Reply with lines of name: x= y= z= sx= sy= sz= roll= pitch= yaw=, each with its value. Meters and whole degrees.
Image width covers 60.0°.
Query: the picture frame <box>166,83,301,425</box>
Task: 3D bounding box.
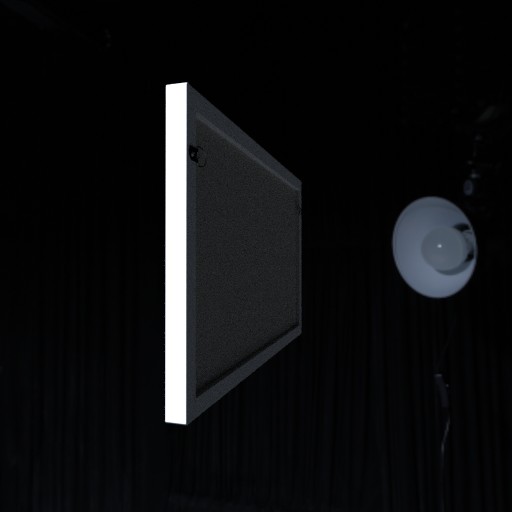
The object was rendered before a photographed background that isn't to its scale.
picture frame: x=0.000 y=0.000 z=0.803 sx=0.044 sy=0.379 sz=0.647 roll=0 pitch=-1 yaw=17
